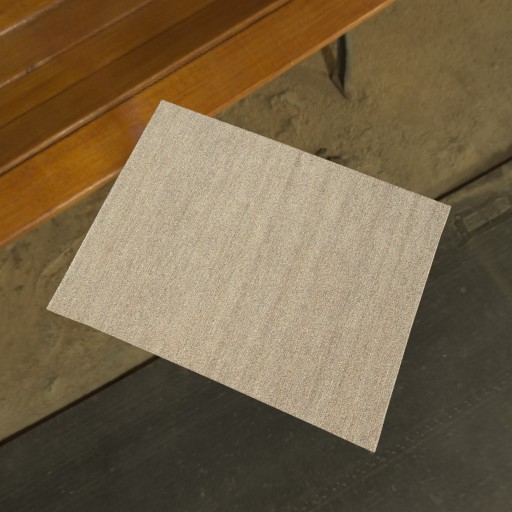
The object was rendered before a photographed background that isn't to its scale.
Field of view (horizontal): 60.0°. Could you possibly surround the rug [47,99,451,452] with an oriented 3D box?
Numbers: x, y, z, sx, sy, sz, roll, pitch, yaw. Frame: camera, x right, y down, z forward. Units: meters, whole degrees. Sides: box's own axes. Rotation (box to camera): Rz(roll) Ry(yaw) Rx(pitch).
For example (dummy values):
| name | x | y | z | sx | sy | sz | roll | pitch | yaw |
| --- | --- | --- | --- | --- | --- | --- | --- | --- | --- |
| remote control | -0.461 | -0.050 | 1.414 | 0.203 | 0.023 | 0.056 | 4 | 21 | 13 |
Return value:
| name | x | y | z | sx | sy | sz | roll | pitch | yaw |
| --- | --- | --- | --- | --- | --- | --- | --- | --- | --- |
| rug | 0.000 | 0.000 | 4.799 | 3.626 | 0.051 | 2.757 | 22 | 75 | 6 |
